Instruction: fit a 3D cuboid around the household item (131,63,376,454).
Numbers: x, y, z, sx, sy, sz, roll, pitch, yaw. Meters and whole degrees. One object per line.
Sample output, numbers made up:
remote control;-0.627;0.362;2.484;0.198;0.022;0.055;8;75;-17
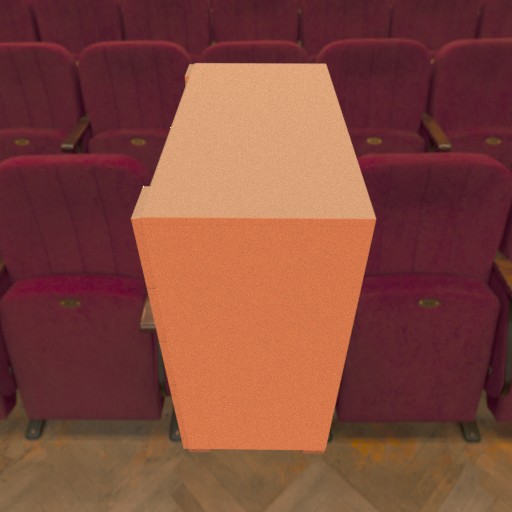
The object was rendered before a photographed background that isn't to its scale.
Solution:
household item;0.000;0.000;1.344;0.420;0.870;0.800;0;41;1
